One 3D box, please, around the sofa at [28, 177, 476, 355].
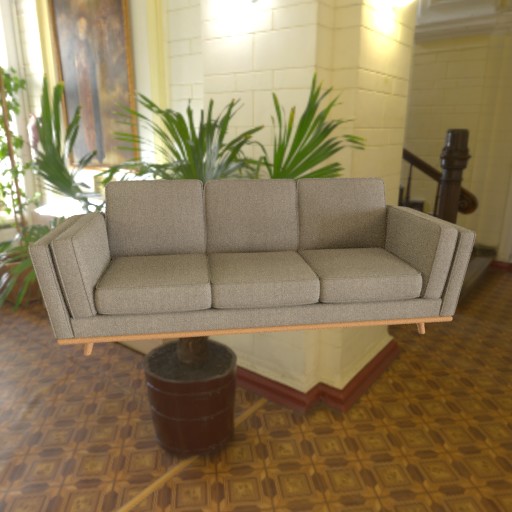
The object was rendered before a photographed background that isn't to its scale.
[{"bbox_3d":[0.000,0.000,2.769,2.362,0.899,0.903,-2,16,-8],"label":"sofa"}]
